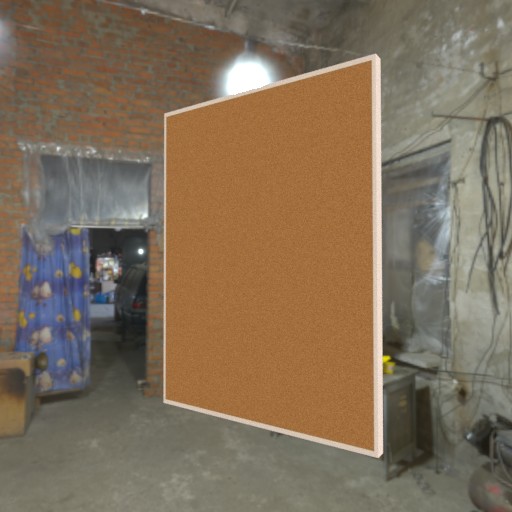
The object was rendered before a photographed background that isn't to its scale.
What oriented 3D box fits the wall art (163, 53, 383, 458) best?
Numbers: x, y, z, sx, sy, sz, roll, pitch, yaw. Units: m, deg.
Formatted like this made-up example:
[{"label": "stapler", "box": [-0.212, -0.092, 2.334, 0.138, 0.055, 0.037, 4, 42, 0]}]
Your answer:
[{"label": "wall art", "box": [0.000, 0.000, 1.394, 0.795, 1.050, 0.039, -1, -1, 35]}]
